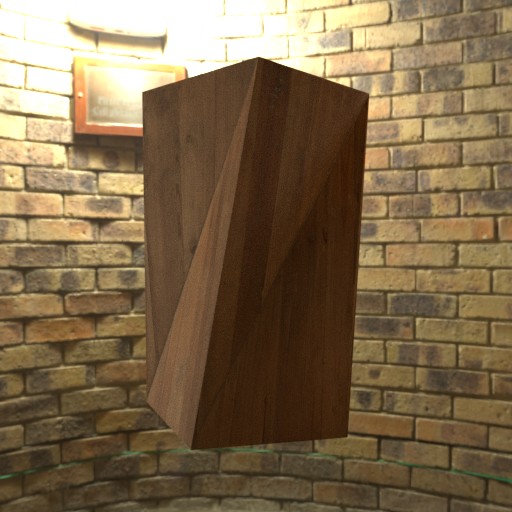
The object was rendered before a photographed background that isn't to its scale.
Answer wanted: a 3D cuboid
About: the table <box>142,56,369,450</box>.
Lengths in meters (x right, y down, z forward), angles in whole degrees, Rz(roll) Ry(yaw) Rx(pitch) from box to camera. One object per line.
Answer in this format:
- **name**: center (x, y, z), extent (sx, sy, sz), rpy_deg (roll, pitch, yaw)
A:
- **table**: center (0.000, 0.000, 0.888), extent (0.425, 0.604, 0.441), rpy_deg (0, 1, 37)
